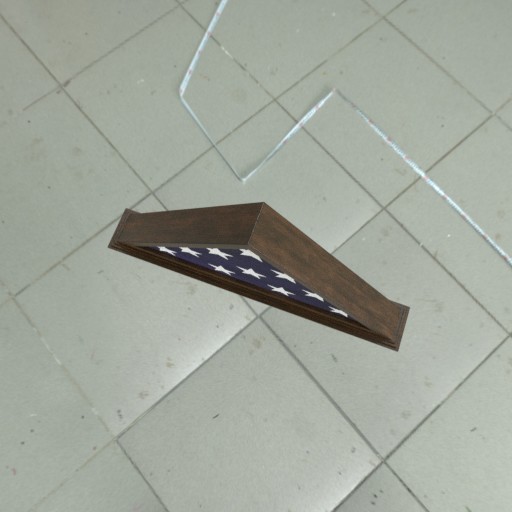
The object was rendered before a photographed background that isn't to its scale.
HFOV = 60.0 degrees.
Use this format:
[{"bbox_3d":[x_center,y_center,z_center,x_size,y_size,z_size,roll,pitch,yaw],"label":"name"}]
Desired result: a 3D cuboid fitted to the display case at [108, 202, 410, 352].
[{"bbox_3d":[0.000,0.000,0.769,0.640,0.340,0.095,19,76,5],"label":"display case"}]
